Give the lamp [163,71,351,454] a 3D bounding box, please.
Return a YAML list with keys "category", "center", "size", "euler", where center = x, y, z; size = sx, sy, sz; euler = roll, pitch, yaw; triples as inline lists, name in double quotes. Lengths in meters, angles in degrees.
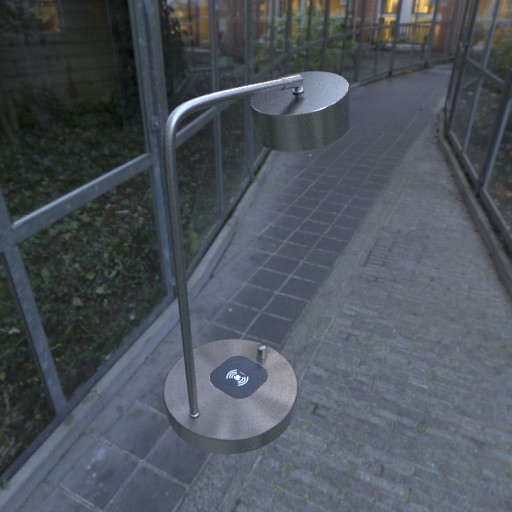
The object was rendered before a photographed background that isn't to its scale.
- category: "lamp"
  center: [0.000, 0.000, 0.638]
  size: [0.211, 0.469, 0.334]
  euler: [22, 37, 34]
